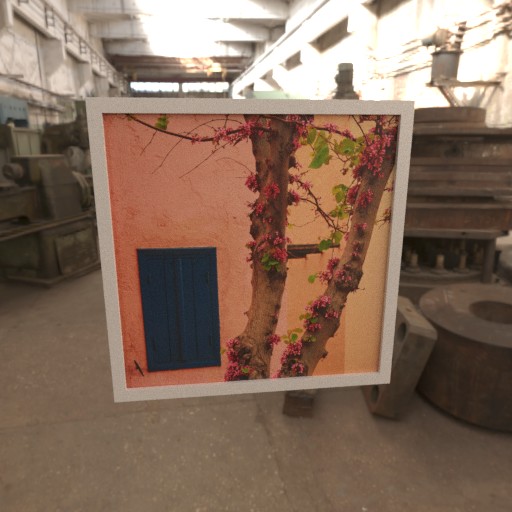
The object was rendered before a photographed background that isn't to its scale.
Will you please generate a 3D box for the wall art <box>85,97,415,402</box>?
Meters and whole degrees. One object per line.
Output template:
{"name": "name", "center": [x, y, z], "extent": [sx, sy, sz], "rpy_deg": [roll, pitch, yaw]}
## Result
{"name": "wall art", "center": [0.000, 0.000, 0.762], "extent": [0.507, 0.508, 0.038], "rpy_deg": [-2, 15, -7]}
